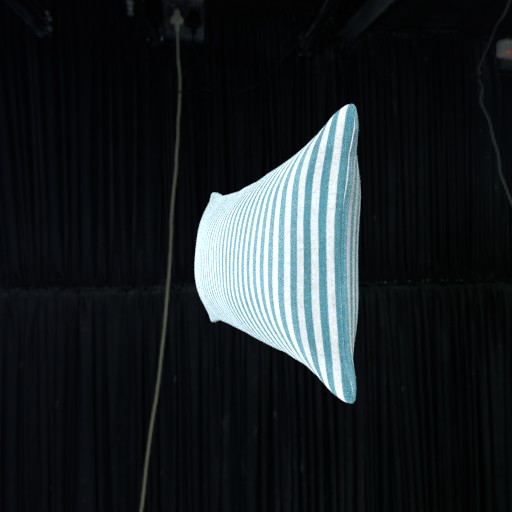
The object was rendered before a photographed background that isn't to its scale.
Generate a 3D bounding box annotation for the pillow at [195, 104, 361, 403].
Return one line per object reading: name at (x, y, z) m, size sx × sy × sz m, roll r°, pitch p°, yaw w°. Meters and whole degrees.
pillow at (0.000, 0.000, 0.722) m, size 0.151 × 0.295 × 0.617 m, roll 0°, pitch -1°, yaw -18°
